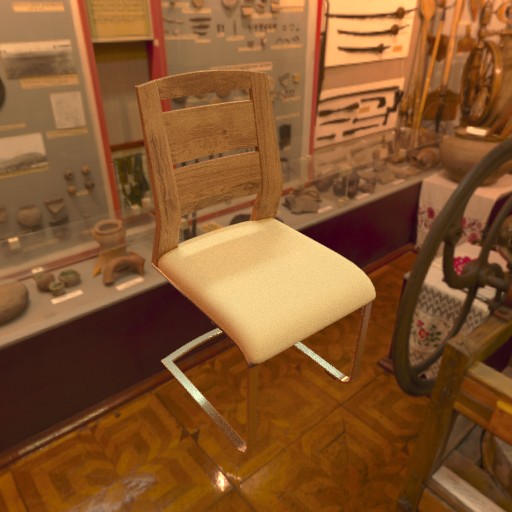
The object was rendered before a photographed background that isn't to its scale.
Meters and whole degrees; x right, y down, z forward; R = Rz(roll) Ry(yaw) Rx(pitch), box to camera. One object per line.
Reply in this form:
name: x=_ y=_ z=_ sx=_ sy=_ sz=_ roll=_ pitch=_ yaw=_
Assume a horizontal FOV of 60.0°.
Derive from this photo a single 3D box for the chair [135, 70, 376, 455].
chair: x=0.000 y=0.000 z=1.288 sx=0.457 sy=0.955 sz=0.561 roll=-21 pitch=36 yaw=-33
